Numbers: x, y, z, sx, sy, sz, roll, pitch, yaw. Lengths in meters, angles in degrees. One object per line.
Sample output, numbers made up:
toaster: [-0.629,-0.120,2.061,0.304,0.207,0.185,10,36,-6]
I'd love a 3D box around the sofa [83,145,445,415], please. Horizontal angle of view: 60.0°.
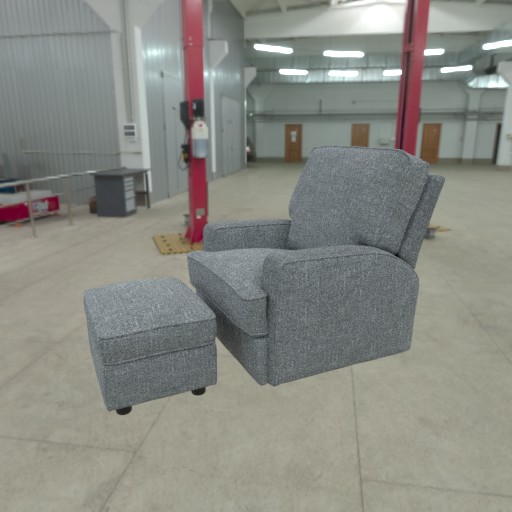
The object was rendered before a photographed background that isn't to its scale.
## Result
sofa: [0.000,0.000,2.016,1.472,0.959,0.861,-7,17,-25]
